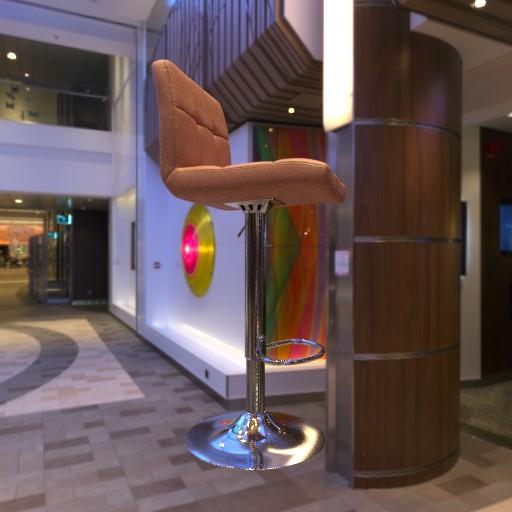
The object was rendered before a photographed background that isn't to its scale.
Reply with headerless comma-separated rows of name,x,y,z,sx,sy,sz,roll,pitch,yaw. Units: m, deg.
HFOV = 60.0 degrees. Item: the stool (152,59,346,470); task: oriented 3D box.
stool,0.000,0.000,1.354,0.505,1.115,0.430,0,0,18
